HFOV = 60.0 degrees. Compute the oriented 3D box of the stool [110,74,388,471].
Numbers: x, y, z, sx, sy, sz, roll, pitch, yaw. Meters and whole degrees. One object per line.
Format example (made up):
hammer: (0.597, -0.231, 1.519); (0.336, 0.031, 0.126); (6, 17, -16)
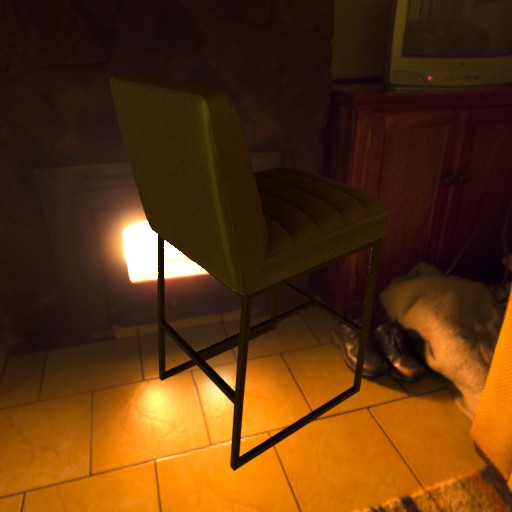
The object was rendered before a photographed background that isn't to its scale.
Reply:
stool: (0.000, 0.000, 1.227); (0.552, 0.938, 0.457); (-18, 32, -32)
